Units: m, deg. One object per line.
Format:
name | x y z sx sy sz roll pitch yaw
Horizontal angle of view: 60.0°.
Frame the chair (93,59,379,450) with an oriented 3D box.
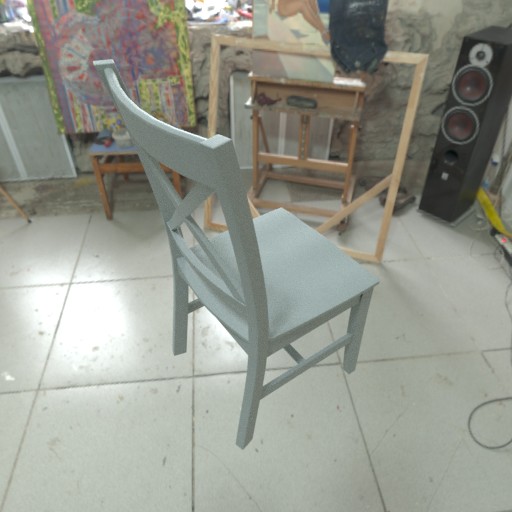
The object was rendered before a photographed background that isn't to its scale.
chair | 0.000 0.000 1.207 0.542 0.983 0.485 -25 46 -26
